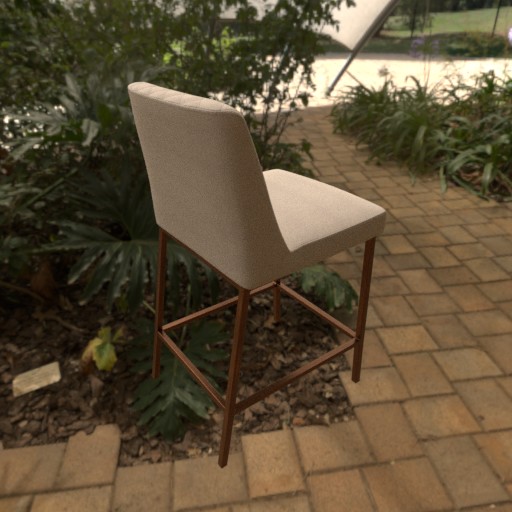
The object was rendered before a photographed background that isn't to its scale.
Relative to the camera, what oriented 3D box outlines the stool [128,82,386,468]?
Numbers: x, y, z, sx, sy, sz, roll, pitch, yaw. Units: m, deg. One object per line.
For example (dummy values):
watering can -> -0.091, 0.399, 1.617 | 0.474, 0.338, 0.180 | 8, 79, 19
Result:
stool -> 0.000, 0.000, 1.318 | 0.576, 0.973, 0.507 | -20, 34, -32
